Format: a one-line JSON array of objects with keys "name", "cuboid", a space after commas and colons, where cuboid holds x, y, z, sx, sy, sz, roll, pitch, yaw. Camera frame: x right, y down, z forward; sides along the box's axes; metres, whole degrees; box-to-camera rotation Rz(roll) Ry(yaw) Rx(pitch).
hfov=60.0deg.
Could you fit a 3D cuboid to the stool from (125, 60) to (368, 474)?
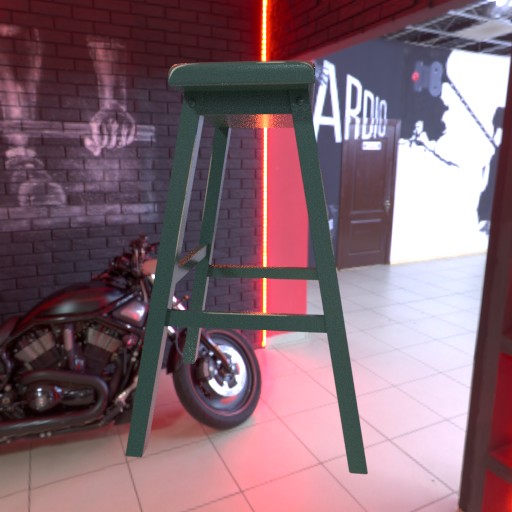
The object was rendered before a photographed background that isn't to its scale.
[{"name": "stool", "cuboid": [0.000, 0.000, 1.008, 0.476, 0.737, 0.457, 1, 12, 6]}]
